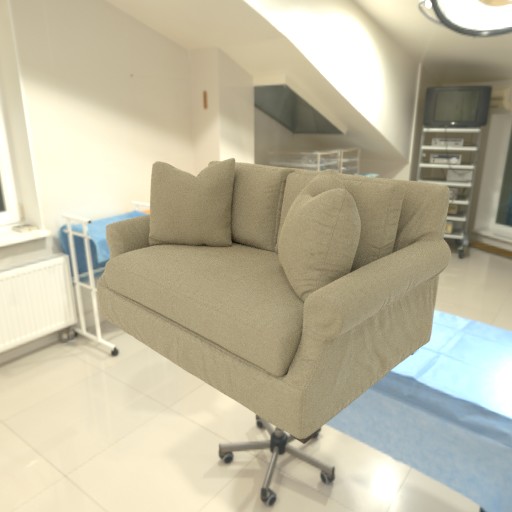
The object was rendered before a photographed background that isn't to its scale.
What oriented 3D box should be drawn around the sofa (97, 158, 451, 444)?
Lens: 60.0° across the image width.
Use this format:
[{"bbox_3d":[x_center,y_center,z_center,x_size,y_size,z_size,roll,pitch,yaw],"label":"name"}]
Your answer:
[{"bbox_3d":[0.000,0.000,2.211,1.550,0.905,1.070,17,24,41],"label":"sofa"}]
